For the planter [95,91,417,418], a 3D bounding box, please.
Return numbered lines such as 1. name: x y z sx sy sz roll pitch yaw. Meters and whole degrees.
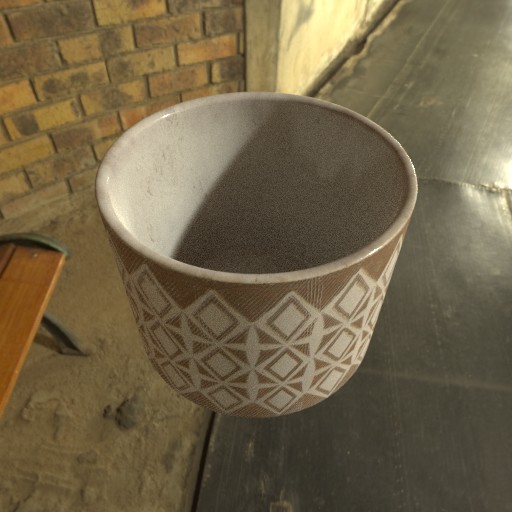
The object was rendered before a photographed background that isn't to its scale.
1. planter: 0.000 0.000 0.332 0.193 0.165 0.193 0 46 0
